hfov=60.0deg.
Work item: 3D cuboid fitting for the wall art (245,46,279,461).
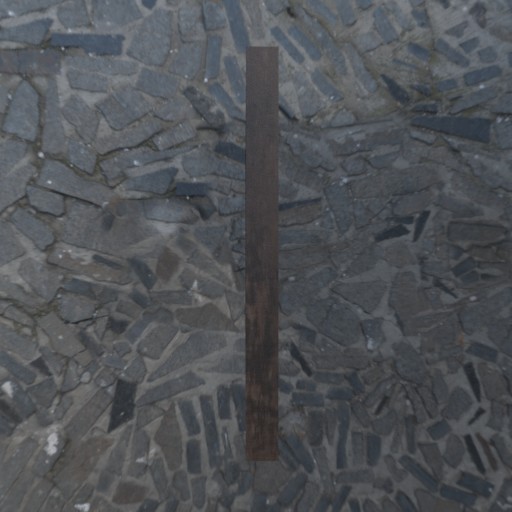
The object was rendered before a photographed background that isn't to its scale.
[{"bbox_3d":[0.000,0.000,0.554,0.027,0.406,0.329,0,89,-1],"label":"wall art"}]
